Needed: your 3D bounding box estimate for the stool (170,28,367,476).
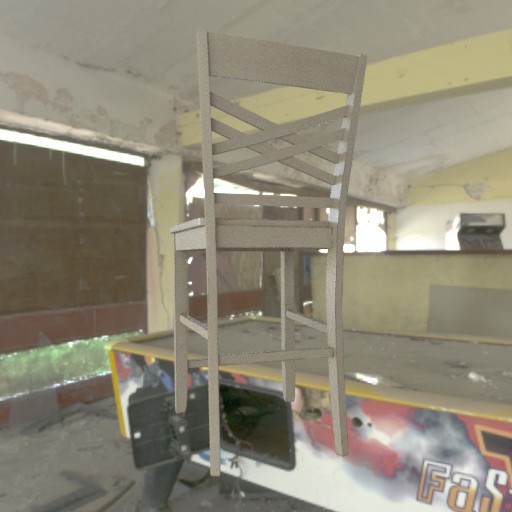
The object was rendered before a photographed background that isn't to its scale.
[{"bbox_3d":[0.000,0.000,1.355,0.462,1.079,0.539,0,0,-18],"label":"stool"}]
